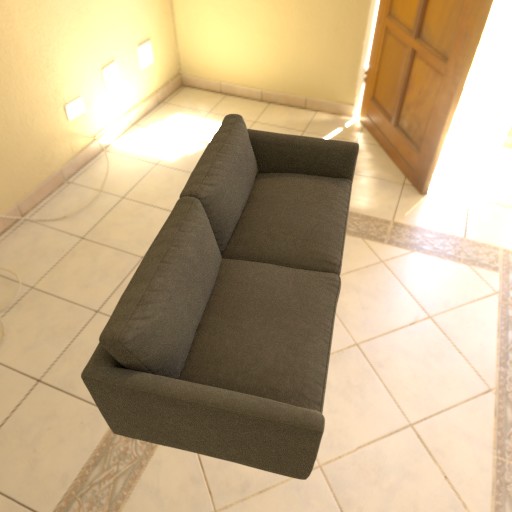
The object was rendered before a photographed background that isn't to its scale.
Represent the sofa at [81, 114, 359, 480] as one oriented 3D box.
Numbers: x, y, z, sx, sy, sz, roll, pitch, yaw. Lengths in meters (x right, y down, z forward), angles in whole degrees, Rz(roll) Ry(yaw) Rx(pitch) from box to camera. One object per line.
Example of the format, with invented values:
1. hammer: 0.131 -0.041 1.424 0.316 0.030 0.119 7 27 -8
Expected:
1. sofa: 0.000 0.000 2.778 1.092 0.838 2.257 9 46 9
